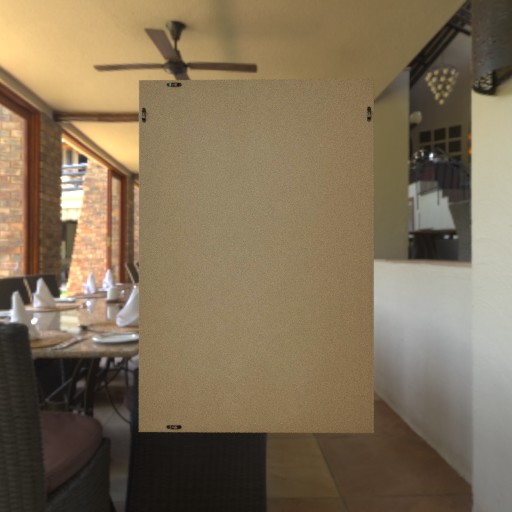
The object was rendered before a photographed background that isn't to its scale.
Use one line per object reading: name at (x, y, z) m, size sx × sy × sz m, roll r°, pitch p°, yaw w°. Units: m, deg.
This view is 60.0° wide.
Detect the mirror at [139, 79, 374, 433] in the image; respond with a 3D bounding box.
mirror at (0.000, 0.000, 1.164) m, size 0.609 × 0.915 × 0.041 m, roll 0°, pitch 0°, yaw 1°
